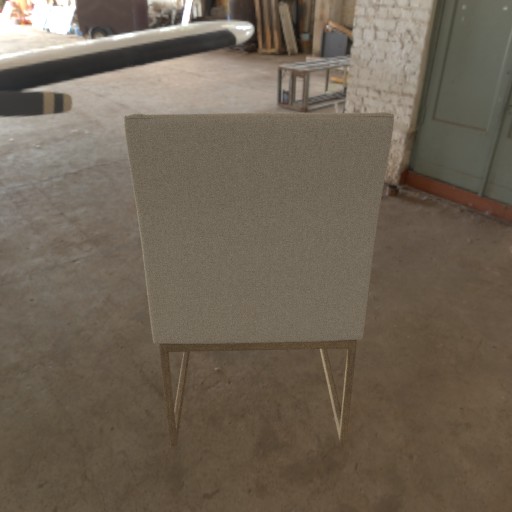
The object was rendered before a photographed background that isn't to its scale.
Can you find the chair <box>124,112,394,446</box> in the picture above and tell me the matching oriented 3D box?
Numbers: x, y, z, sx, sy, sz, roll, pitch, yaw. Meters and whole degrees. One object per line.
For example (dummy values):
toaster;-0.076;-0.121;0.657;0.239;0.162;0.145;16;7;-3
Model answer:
chair;0.000;0.000;1.189;0.508;0.863;0.522;-1;31;-1
